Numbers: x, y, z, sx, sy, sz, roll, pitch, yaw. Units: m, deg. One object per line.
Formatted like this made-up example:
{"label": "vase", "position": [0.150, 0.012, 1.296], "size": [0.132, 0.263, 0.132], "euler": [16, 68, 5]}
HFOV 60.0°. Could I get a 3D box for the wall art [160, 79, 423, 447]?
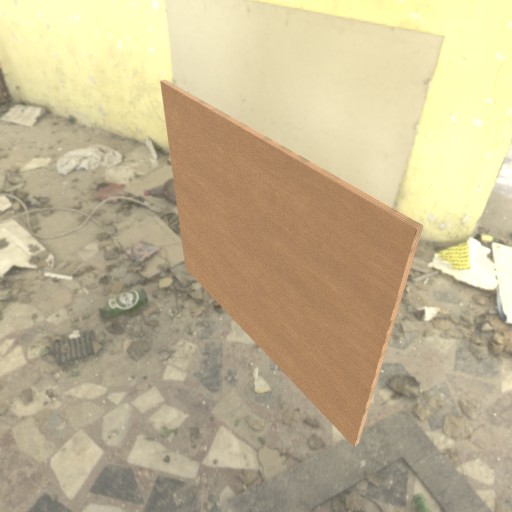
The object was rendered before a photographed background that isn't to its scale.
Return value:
{"label": "wall art", "position": [0.000, 0.000, 0.697], "size": [0.010, 0.408, 0.508], "euler": [-26, 46, -27]}
